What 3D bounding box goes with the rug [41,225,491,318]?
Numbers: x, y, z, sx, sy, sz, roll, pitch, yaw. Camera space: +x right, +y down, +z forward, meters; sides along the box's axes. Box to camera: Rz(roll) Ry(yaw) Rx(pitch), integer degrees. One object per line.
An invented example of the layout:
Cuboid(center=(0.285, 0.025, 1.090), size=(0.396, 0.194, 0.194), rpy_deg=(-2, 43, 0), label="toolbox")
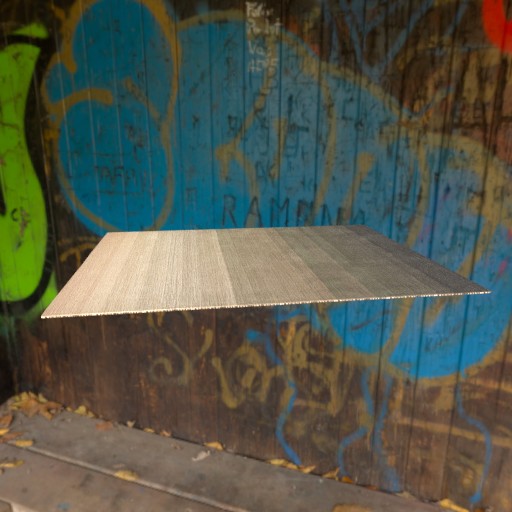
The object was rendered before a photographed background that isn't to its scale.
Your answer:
Cuboid(center=(0.000, 0.000, 3.933), size=(2.932, 0.015, 2.315), rpy_deg=(-2, 16, -8), label="rug")
